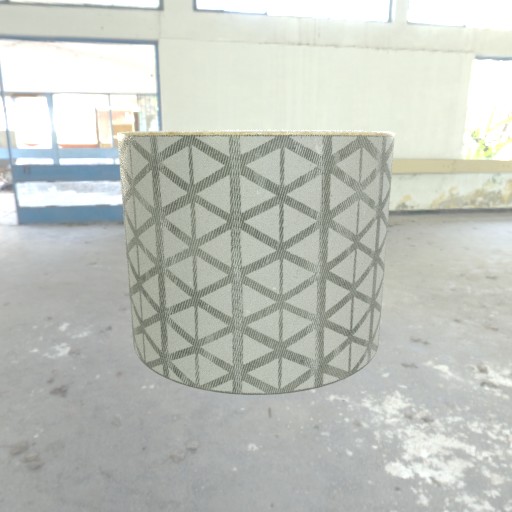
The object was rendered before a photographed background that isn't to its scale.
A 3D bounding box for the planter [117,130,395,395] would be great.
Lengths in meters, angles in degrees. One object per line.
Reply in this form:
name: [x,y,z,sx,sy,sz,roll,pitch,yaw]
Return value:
planter: [0.000,0.000,0.447,0.250,0.239,0.250,0,15,0]
